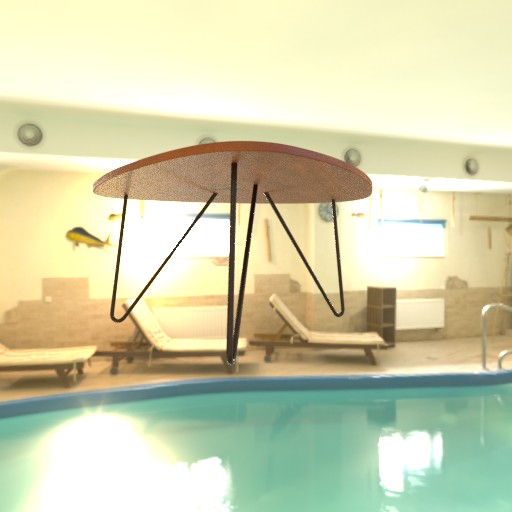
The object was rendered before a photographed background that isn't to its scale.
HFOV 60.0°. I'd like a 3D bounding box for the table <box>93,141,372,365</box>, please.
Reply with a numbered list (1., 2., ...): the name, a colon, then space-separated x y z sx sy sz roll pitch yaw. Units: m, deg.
1. table: 0.000 0.000 1.281 0.821 0.413 0.833 0 0 -36
